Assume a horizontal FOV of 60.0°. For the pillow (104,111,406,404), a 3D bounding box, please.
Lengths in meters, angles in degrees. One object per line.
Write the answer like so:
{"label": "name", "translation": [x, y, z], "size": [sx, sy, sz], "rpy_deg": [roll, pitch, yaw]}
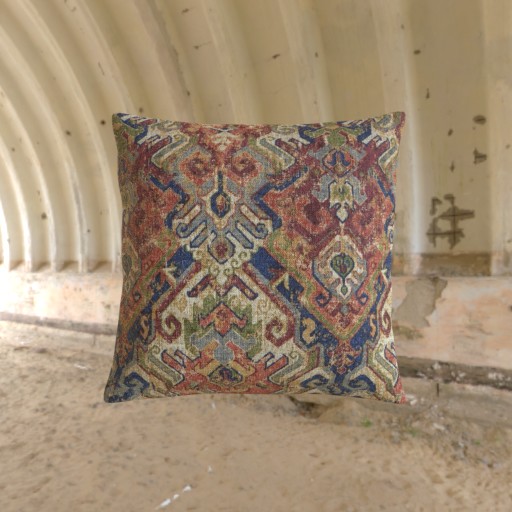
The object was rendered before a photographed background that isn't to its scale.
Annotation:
{"label": "pillow", "translation": [0.000, 0.000, 0.770], "size": [0.523, 0.506, 0.166], "rpy_deg": [0, -1, 1]}
